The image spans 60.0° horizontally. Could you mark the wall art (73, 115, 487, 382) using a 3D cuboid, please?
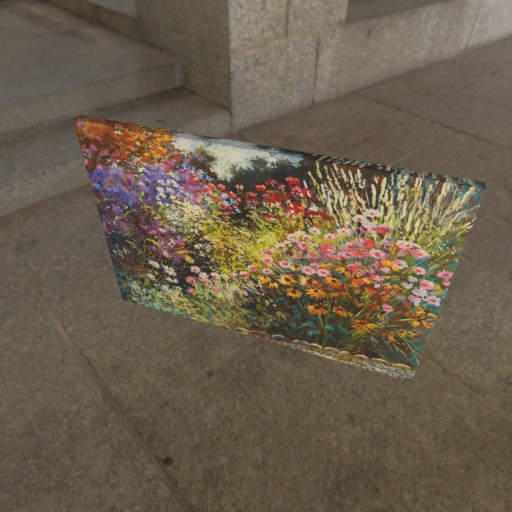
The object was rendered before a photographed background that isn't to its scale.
[{"bbox_3d":[0.000,0.000,1.420,1.136,0.760,0.042,13,42,15],"label":"wall art"}]
